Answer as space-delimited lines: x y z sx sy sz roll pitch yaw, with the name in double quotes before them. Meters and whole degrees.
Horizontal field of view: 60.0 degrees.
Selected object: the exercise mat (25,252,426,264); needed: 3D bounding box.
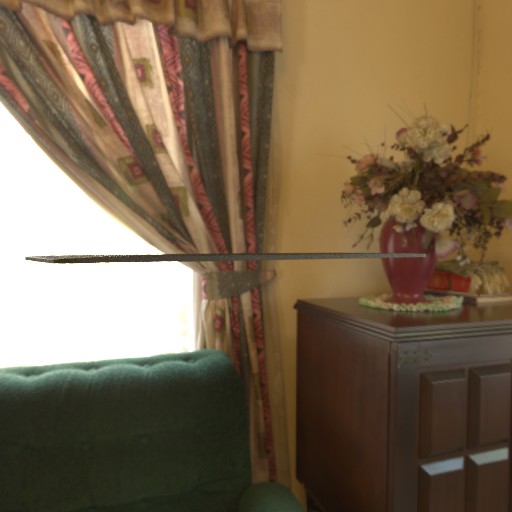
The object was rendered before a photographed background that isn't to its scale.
"exercise mat" 0.000 0.000 2.069 1.869 0.021 0.616 -1 1 -36
